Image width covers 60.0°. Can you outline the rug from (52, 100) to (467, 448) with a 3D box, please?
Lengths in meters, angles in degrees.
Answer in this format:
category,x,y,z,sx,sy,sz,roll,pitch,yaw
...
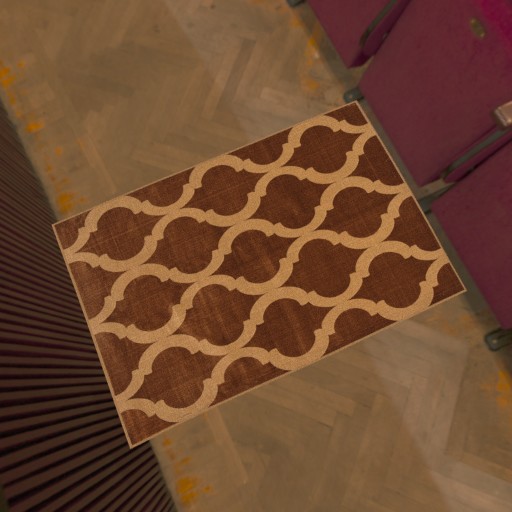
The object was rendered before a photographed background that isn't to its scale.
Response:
category,x,y,z,sx,sy,sz,roll,pitch,yaw
rug,0.000,0.000,2.882,2.290,0.014,1.526,-24,76,-6
